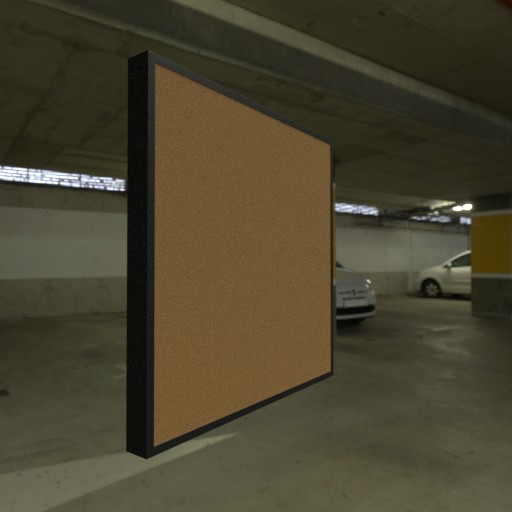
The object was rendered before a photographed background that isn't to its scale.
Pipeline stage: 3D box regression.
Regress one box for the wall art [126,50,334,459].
[{"bbox_3d":[0.000,0.000,0.767,0.040,0.509,0.509,-1,-1,36],"label":"wall art"}]
